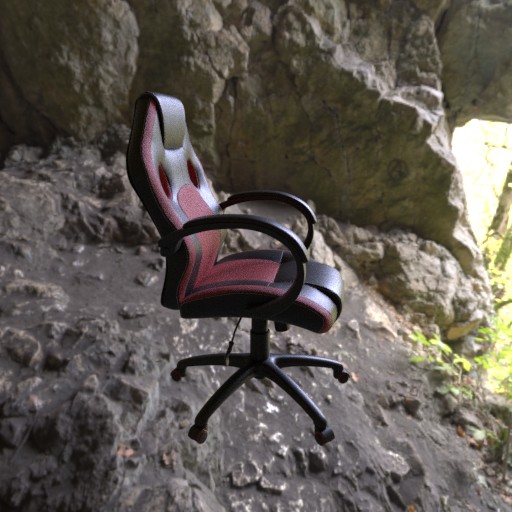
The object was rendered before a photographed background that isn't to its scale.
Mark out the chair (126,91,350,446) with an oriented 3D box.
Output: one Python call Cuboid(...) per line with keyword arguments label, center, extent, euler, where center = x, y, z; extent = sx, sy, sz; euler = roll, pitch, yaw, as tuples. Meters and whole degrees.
Cuboid(label="chair", center=(0.000, 0.000, 1.712), extent=(0.783, 1.189, 0.750), euler=(3, 16, 9))
